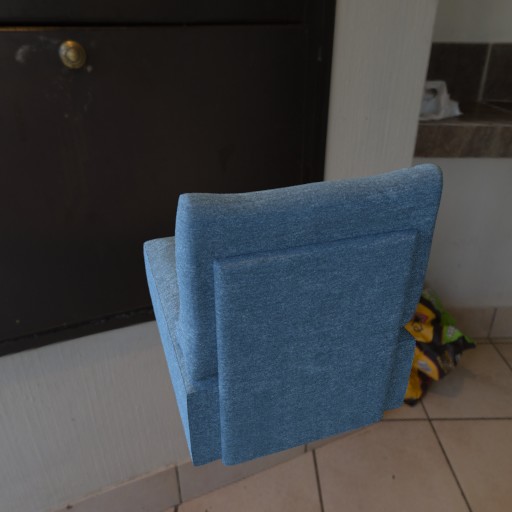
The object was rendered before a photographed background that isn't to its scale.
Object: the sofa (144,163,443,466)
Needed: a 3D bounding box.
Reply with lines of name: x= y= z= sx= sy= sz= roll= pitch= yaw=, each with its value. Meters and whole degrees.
sofa: x=0.000 y=0.000 z=1.558 sx=0.700 sy=0.820 sz=1.000 roll=-9 pitch=28 yaw=-17
